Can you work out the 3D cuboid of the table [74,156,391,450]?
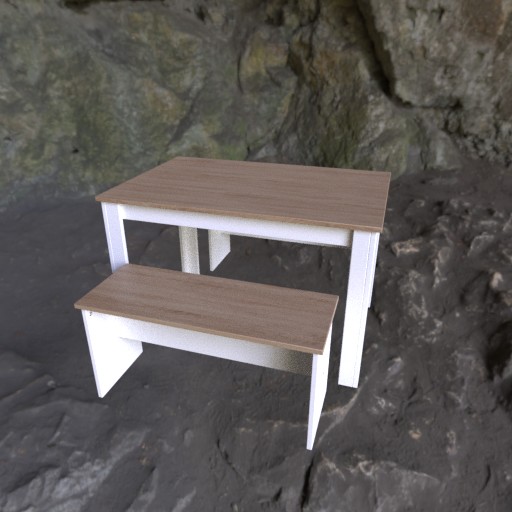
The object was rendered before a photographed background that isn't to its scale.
[{"bbox_3d":[0.000,0.000,2.068,1.100,0.700,1.443,8,27,16],"label":"table"}]
